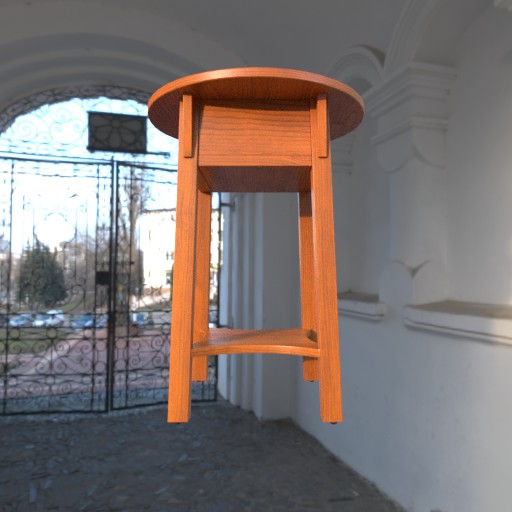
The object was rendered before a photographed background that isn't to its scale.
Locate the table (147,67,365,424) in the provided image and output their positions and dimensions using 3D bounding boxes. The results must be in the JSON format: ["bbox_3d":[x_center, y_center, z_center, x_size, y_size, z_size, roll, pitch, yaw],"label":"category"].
[{"bbox_3d":[0.000,0.000,0.951,0.457,0.610,0.457,0,-2,0],"label":"table"}]
